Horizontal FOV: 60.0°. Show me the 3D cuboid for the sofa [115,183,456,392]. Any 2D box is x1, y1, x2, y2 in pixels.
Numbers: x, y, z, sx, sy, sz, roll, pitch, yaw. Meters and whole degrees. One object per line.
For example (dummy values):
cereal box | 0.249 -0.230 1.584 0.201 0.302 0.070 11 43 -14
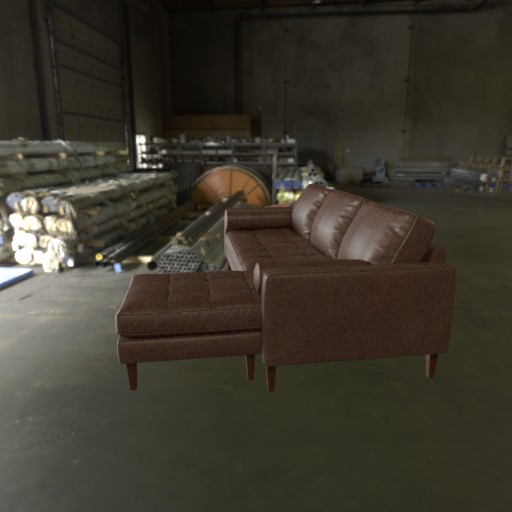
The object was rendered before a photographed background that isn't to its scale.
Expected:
sofa | 0.000 0.000 3.048 1.613 0.841 2.185 -2 14 -9
